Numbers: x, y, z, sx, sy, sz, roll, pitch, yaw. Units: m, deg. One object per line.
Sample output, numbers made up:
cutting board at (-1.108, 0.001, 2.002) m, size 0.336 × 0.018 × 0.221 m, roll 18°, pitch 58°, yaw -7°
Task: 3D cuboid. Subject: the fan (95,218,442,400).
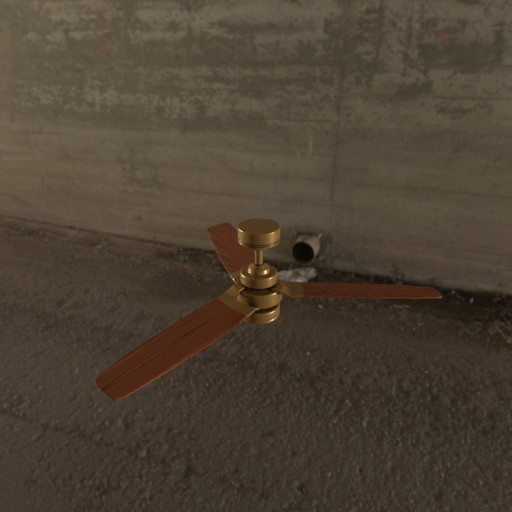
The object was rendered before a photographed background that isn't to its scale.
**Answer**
fan at (0.000, 0.000, 2.029) m, size 1.416 × 0.425 × 1.271 m, roll -8°, pitch 27°, yaw -16°
